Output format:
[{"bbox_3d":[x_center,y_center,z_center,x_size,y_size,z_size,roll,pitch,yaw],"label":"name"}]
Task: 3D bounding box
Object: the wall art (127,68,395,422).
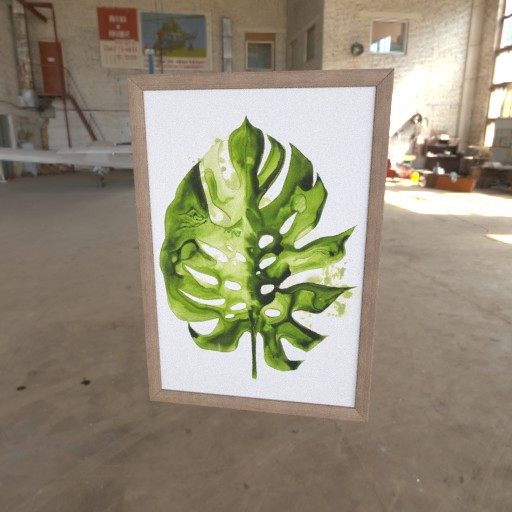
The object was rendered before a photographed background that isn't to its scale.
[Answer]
[{"bbox_3d":[0.000,0.000,0.662,0.356,0.509,0.031,3,15,9],"label":"wall art"}]
